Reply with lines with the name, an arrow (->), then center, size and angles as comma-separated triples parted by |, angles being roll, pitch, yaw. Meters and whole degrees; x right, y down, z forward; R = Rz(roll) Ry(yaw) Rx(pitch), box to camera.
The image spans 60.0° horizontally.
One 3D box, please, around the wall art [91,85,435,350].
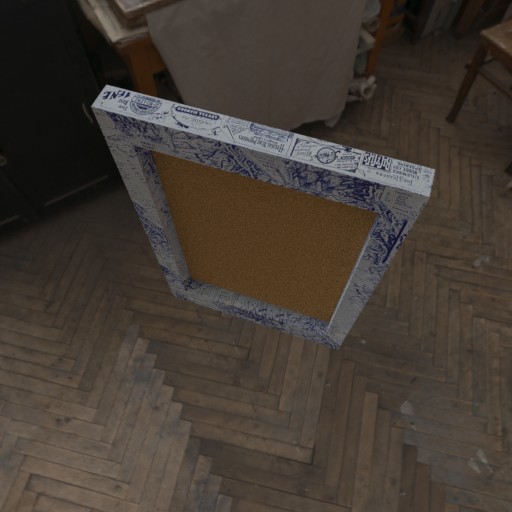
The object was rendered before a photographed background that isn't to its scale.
wall art -> 0.000, 0.000, 0.488 | 0.255, 0.376, 0.025 | 17, 64, 9
